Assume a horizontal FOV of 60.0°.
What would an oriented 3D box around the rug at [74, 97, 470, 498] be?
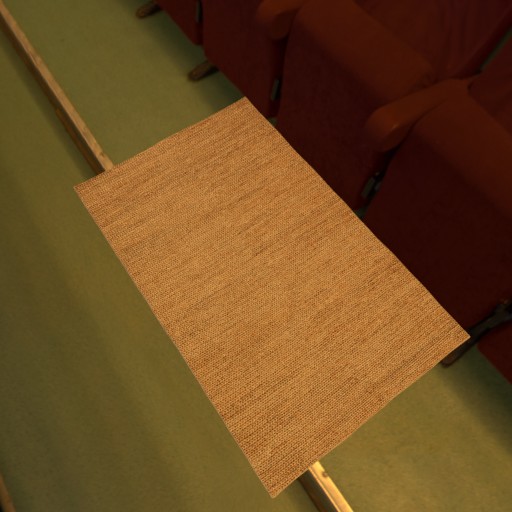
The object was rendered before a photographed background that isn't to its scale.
[{"bbox_3d":[0.000,0.000,2.976,1.521,0.034,2.438,-33,69,-15],"label":"rug"}]
